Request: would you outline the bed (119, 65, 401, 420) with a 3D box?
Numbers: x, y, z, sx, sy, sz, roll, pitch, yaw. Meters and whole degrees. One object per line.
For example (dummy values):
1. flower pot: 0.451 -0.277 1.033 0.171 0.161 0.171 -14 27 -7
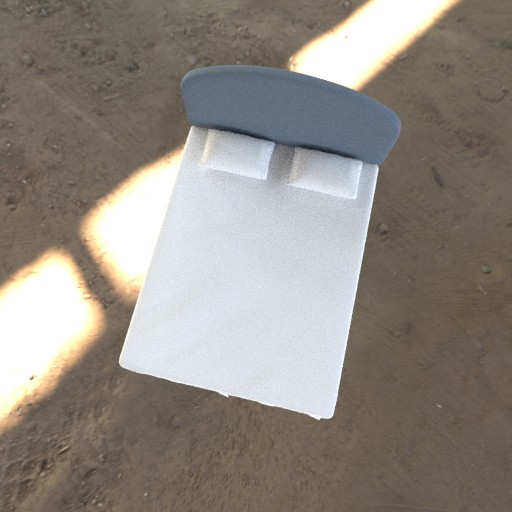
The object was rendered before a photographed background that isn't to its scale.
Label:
1. bed: 0.000 0.000 3.103 1.607 1.410 2.005 13 76 3
